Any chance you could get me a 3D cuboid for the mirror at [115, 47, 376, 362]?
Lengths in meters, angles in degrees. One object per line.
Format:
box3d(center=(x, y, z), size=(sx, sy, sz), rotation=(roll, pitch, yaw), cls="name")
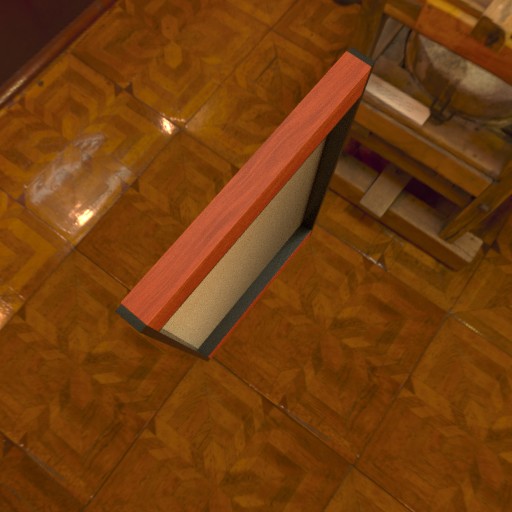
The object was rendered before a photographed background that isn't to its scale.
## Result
box3d(center=(0.000, 0.000, 1.016), size=(0.047, 0.823, 0.525), rotation=(38, 77, 10), cls="mirror")
